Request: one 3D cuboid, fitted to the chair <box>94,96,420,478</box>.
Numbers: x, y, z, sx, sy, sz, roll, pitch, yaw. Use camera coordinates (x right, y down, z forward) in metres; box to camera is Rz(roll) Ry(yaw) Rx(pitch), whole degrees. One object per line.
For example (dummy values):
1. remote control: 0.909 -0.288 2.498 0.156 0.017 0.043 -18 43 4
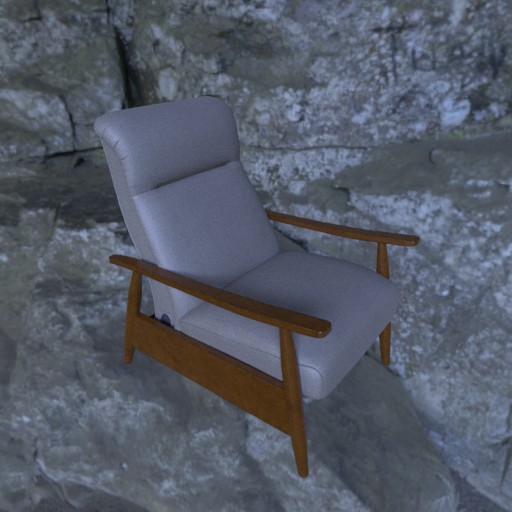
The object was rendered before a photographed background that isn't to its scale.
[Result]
1. chair: 0.000 0.000 1.762 1.032 1.082 0.762 19 33 33
